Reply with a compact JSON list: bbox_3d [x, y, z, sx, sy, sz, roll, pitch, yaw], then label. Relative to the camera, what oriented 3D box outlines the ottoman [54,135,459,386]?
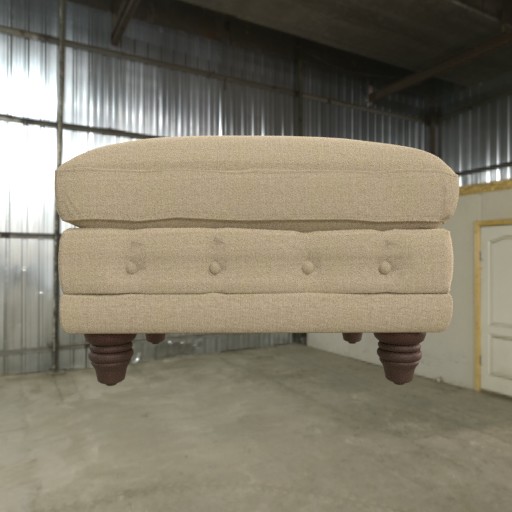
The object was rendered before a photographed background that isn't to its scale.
[{"bbox_3d":[0.000,0.000,0.989,0.684,0.463,0.541,0,0,-1],"label":"ottoman"}]
